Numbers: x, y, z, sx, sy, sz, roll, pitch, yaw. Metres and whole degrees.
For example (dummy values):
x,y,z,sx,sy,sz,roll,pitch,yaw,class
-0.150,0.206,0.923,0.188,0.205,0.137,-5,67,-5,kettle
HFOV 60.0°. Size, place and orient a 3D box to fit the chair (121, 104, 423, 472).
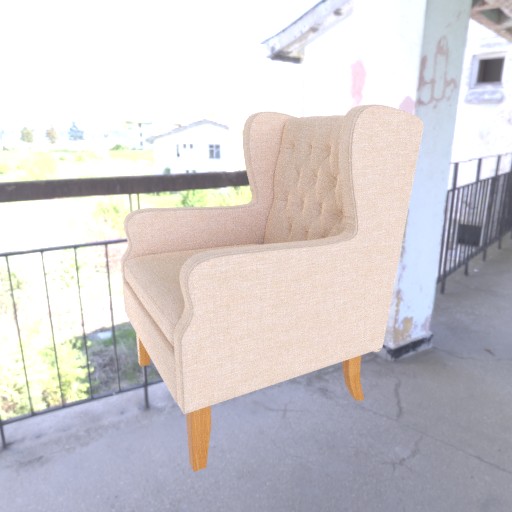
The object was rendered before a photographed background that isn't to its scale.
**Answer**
x,y,z,sx,sy,sz,roll,pitch,yaw,class
0.000,0.000,1.463,0.760,0.930,0.710,-8,18,-26,chair
